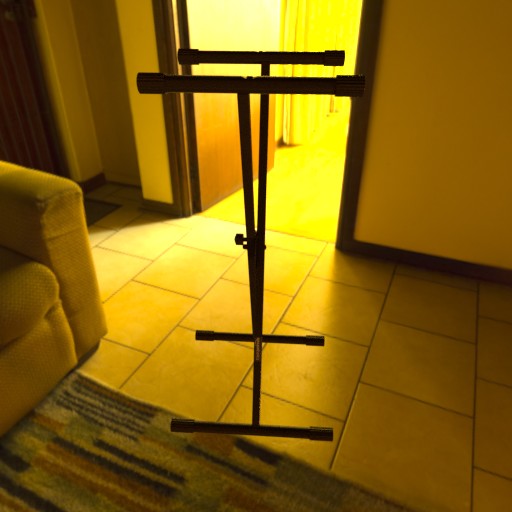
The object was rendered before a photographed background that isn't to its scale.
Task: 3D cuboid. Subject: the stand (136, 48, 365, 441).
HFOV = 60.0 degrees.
[{"bbox_3d":[0.000,0.000,1.151,0.449,0.940,0.409,2,32,3],"label":"stand"}]
